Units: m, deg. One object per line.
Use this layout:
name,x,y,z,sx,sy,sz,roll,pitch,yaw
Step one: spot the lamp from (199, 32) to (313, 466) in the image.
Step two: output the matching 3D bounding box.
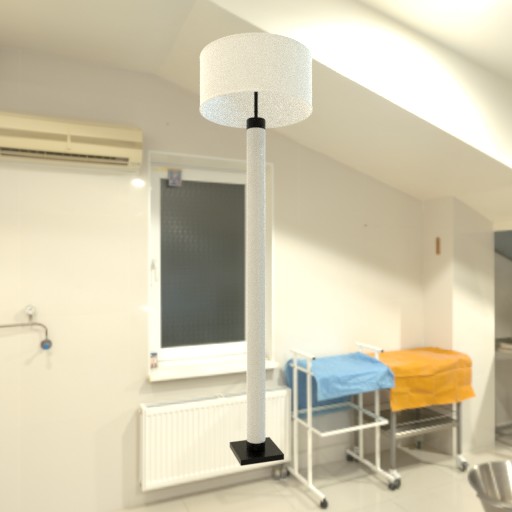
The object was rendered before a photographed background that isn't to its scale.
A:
lamp,0.000,0.000,1.652,0.420,1.475,0.420,0,0,-17
